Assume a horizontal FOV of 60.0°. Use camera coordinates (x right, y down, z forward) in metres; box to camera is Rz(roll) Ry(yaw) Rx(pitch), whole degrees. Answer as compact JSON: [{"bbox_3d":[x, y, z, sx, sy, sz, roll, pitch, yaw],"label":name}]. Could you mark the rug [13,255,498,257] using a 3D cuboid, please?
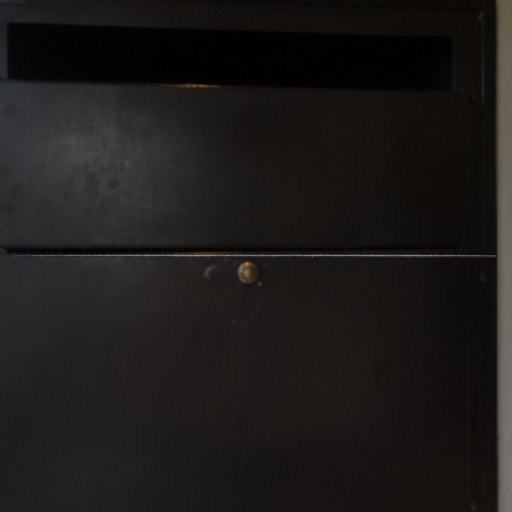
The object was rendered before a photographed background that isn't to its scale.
[{"bbox_3d":[0.000,0.000,2.171,1.795,0.008,1.102,0,0,0],"label":"rug"}]
